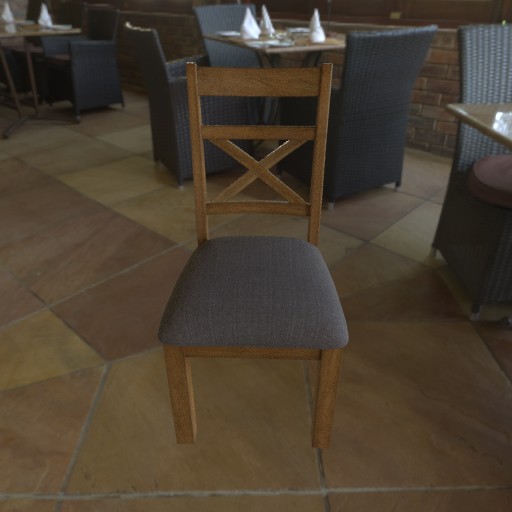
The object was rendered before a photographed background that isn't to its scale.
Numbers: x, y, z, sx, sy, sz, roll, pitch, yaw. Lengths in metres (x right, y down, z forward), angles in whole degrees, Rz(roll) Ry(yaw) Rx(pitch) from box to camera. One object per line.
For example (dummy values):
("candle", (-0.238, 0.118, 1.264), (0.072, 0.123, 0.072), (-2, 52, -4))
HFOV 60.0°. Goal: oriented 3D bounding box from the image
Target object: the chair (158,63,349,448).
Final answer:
("chair", (0.000, 0.000, 1.263), (0.470, 0.949, 0.581), (1, 31, 2))
